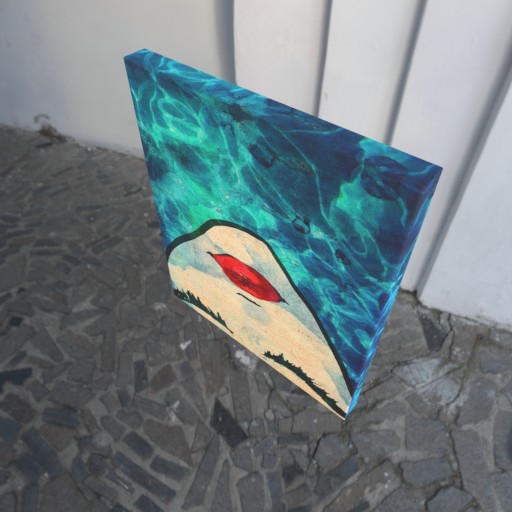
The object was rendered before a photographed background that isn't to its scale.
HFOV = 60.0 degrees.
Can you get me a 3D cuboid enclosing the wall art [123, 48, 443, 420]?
[{"bbox_3d":[0.000,0.000,0.689,0.432,0.508,0.038,31,54,26],"label":"wall art"}]
